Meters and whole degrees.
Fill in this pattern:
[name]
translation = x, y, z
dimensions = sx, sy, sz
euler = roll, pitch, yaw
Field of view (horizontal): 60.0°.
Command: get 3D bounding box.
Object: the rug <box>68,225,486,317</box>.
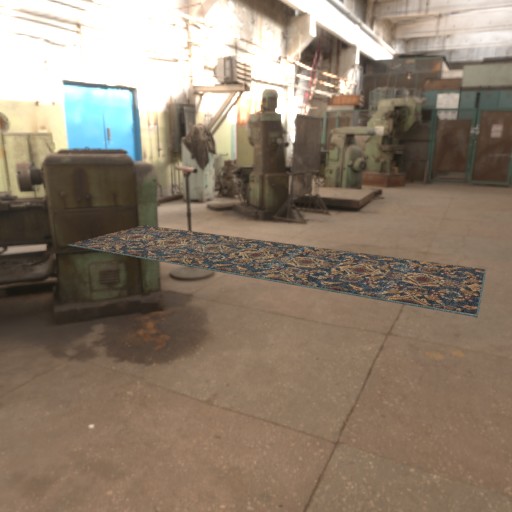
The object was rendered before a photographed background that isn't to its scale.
[rug]
translation = 0.000, 0.000, 2.495
dimensions = 2.292, 0.014, 0.685
euler = 8, 18, 28
